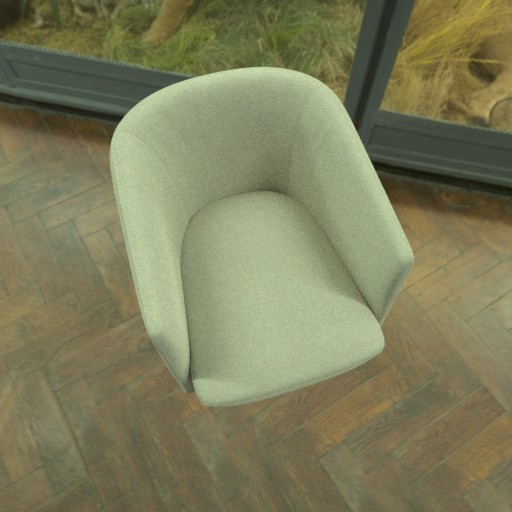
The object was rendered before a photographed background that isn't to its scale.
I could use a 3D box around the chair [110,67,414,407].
[{"bbox_3d":[0.000,0.000,1.635,0.822,0.861,0.986,-15,64,-8],"label":"chair"}]
